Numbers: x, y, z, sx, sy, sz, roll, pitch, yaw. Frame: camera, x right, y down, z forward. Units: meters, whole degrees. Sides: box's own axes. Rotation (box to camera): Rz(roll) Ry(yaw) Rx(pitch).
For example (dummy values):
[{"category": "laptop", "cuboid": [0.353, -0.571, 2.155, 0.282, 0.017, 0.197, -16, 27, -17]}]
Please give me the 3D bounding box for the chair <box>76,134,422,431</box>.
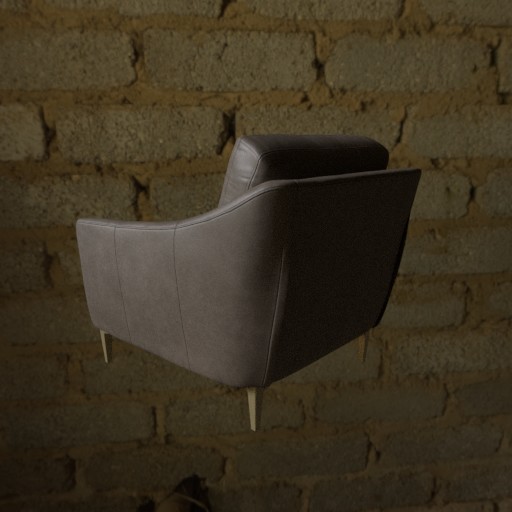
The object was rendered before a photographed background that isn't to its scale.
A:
[{"category": "chair", "cuboid": [0.000, 0.000, 1.696, 0.988, 0.901, 0.961, -15, 21, -43]}]
